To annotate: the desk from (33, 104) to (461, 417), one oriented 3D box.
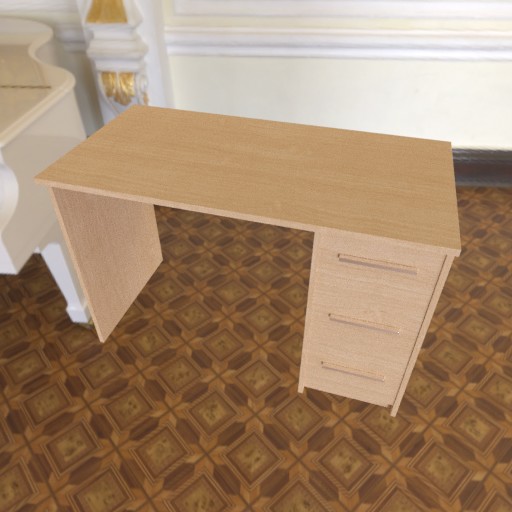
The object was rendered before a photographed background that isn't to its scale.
[{"bbox_3d":[0.000,0.000,1.523,1.097,0.735,0.560,11,41,13],"label":"desk"}]
